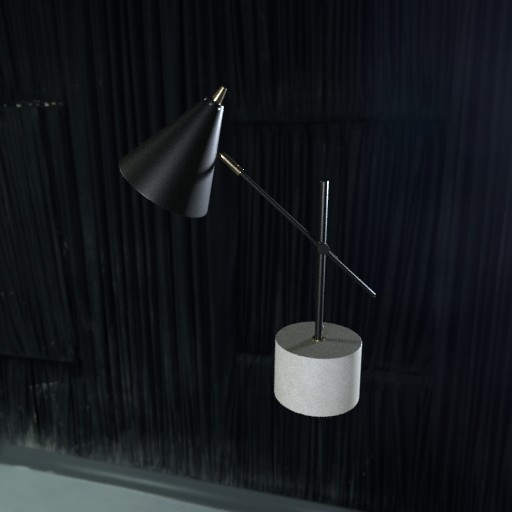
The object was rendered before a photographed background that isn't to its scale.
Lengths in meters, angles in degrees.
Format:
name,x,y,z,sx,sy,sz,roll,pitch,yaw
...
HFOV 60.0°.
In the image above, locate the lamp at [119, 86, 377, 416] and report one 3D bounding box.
name,x,y,z,sx,sy,sz,roll,pitch,yaw
lamp,0.000,0.000,0.731,0.403,0.518,0.214,3,15,10
